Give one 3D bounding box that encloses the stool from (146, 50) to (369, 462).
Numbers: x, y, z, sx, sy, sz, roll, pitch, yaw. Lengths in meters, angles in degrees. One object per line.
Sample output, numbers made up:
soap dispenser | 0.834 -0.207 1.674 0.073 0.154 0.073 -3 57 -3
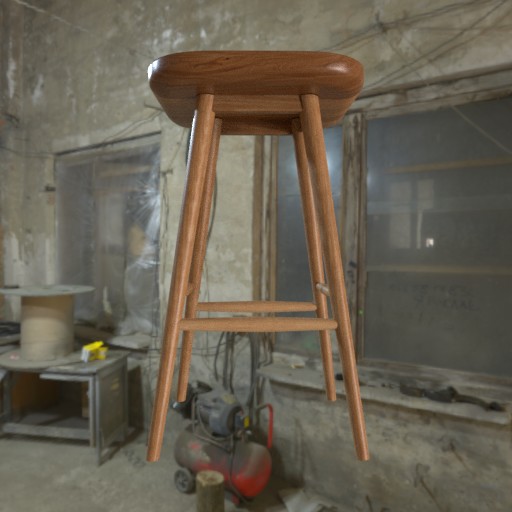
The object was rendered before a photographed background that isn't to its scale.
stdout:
stool | 0.000 0.000 0.912 0.407 0.698 0.322 0 1 -1
